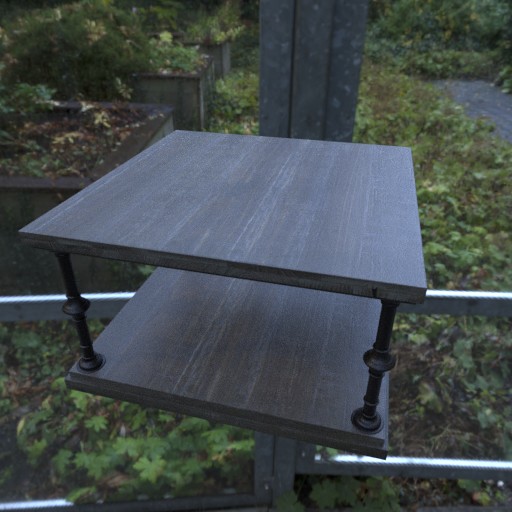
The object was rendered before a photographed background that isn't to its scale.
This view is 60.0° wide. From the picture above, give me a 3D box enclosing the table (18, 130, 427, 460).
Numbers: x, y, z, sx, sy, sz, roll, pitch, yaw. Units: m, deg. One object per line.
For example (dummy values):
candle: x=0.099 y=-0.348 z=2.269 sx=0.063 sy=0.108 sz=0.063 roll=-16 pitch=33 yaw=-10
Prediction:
table: x=0.000 y=0.000 z=1.107 sx=0.696 sy=0.400 sz=0.696 roll=8 pitch=32 yaw=13
